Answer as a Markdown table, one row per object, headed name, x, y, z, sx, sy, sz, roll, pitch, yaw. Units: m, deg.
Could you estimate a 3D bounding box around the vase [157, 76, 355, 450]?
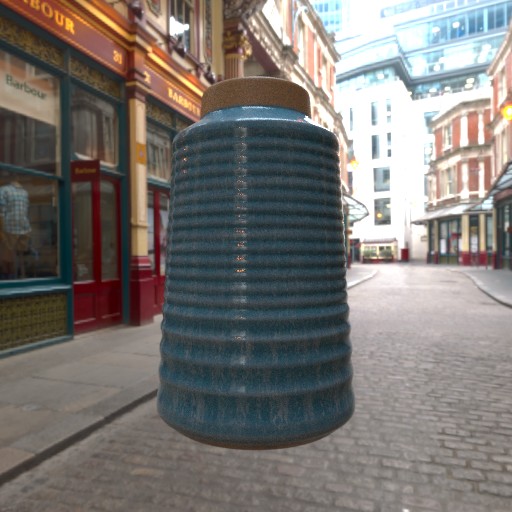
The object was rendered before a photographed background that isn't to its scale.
| name | x | y | z | sx | sy | sz | roll | pitch | yaw |
| --- | --- | --- | --- | --- | --- | --- | --- | --- | --- |
| vase | 0.000 | 0.000 | 0.373 | 0.163 | 0.267 | 0.163 | 0 | 0 | 0 |
